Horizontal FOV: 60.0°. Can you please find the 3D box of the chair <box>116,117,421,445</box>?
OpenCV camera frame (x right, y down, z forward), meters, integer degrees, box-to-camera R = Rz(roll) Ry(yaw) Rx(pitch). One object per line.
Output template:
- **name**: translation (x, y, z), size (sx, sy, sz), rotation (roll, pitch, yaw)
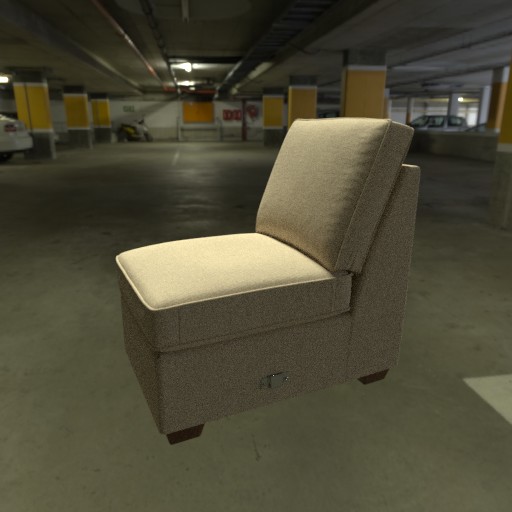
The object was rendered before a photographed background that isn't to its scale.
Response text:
- **chair**: translation (0.000, 0.000, 1.625), size (0.938, 0.970, 0.621), rotation (-8, 19, -25)
